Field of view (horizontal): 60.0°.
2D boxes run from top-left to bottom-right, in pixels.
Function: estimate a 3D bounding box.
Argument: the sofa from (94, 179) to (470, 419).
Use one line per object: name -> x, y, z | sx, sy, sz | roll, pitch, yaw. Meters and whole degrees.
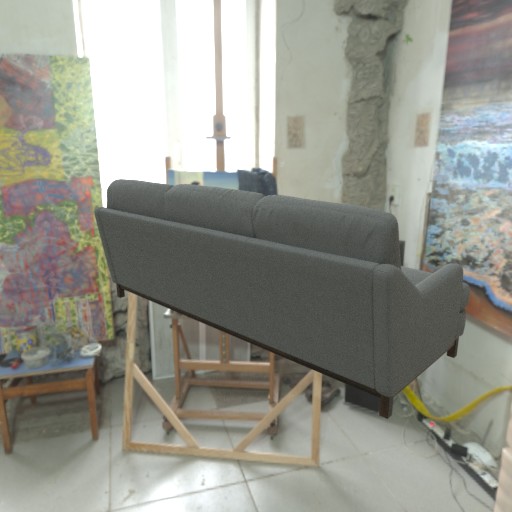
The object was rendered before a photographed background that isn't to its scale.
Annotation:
sofa -> 0.000, 0.000, 2.836 | 2.344, 0.926, 0.987 | 13, 20, 42
